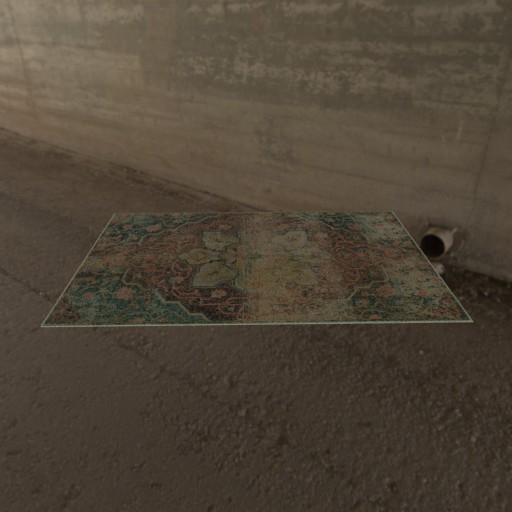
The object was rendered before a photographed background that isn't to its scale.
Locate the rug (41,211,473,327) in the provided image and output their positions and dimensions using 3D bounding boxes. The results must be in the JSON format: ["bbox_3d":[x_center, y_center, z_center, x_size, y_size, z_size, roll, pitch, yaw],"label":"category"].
[{"bbox_3d":[0.000,0.000,3.059,2.363,0.004,1.566,0,29,0],"label":"rug"}]
